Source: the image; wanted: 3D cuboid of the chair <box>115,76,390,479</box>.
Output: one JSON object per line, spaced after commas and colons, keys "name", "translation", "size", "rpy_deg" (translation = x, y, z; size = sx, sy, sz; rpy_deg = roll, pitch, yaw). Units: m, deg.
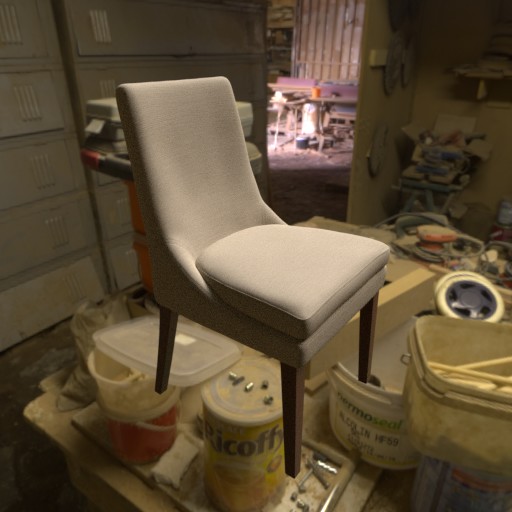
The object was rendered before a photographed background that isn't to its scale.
{"name": "chair", "translation": [0.000, 0.000, 1.297], "size": [0.638, 0.940, 0.515], "rpy_deg": [18, 31, 33]}
